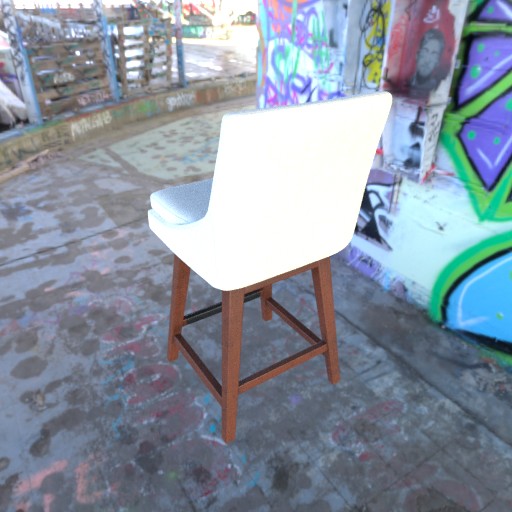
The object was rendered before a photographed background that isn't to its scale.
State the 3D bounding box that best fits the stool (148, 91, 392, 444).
[{"bbox_3d":[0.000,0.000,1.348,0.469,0.991,0.559,-18,35,-28],"label":"stool"}]
